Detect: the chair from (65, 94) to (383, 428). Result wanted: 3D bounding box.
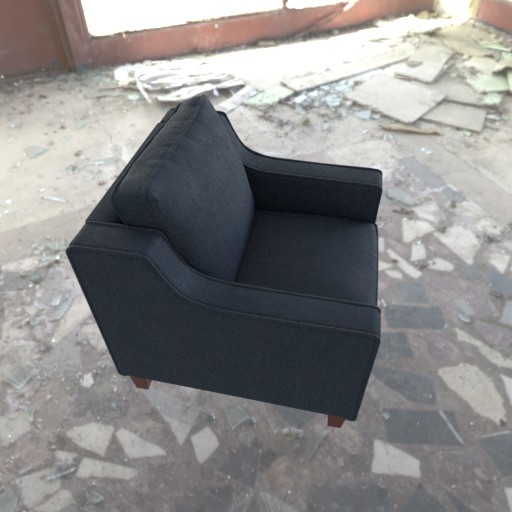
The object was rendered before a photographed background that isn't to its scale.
[{"bbox_3d":[0.000,0.000,1.672,0.909,0.960,0.831,8,46,8],"label":"chair"}]
